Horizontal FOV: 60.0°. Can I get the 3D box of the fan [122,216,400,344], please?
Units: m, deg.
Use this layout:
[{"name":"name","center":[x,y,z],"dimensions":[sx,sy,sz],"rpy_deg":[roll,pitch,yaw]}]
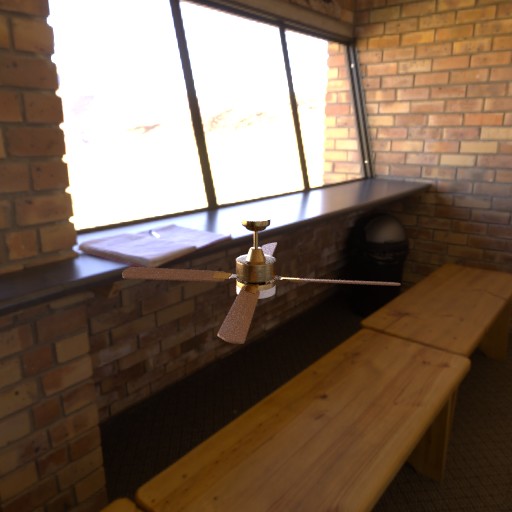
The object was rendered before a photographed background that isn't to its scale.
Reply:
[{"name":"fan","center":[0.000,0.000,2.065],"dimensions":[1.320,0.355,1.320],"rpy_deg":[2,16,7]}]
